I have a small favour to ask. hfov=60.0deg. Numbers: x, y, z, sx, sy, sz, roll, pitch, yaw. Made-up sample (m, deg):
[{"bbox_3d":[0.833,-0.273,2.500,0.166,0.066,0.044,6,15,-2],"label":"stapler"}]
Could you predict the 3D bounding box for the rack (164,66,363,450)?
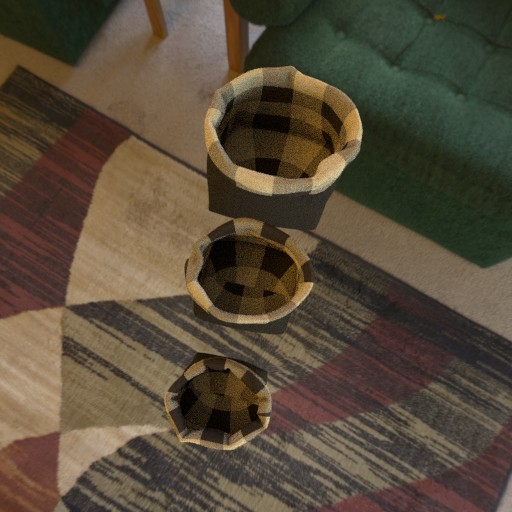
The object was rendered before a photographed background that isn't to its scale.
[{"bbox_3d":[0.000,0.000,1.084,0.370,0.329,0.889,12,76,3],"label":"rack"}]
